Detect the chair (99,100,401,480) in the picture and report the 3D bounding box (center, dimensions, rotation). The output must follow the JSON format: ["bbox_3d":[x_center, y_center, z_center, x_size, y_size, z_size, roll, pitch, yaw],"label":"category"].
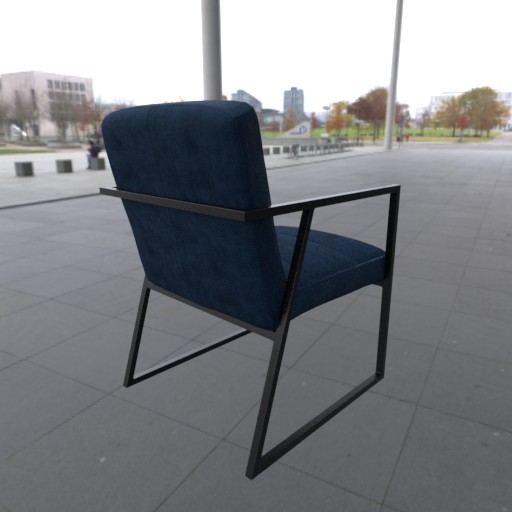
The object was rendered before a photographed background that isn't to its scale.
[{"bbox_3d":[0.000,0.000,1.307,0.571,0.833,0.677,15,21,42],"label":"chair"}]
